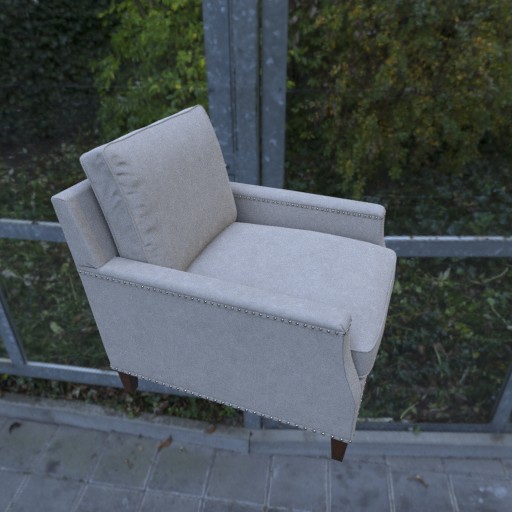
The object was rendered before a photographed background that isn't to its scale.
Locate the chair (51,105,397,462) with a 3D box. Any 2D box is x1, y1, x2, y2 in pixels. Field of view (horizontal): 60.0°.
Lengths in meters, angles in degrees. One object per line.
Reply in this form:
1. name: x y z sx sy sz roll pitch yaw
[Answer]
1. chair: 0.000 0.000 1.682 1.014 0.943 0.853 11 32 18
